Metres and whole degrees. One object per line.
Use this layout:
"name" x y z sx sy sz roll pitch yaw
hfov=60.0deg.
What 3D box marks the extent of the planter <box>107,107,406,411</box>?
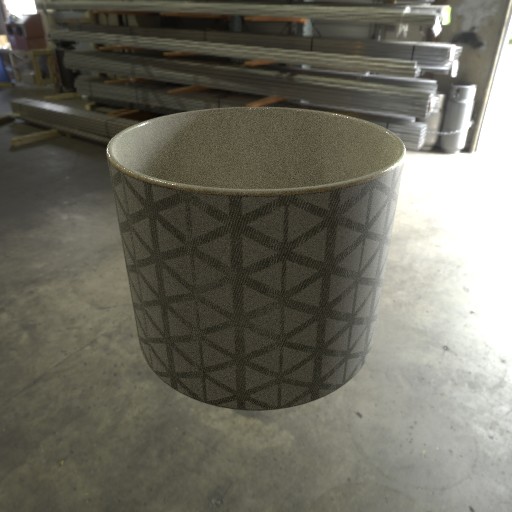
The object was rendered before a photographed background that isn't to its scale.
"planter" 0.000 0.000 0.338 0.190 0.181 0.190 0 30 0
